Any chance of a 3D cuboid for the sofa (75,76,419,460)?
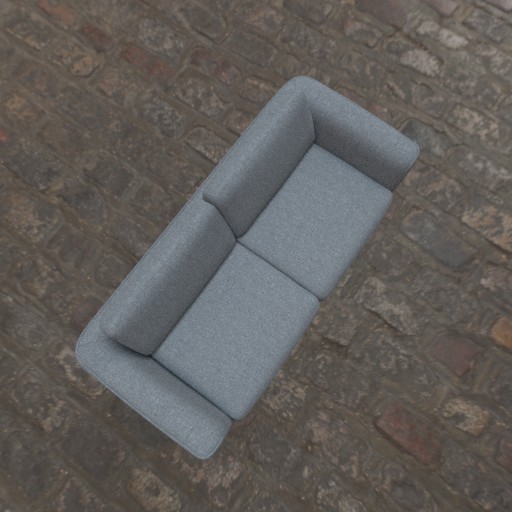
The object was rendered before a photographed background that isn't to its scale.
[{"bbox_3d":[0.000,0.000,2.468,0.920,0.870,2.000,35,78,9],"label":"sofa"}]
